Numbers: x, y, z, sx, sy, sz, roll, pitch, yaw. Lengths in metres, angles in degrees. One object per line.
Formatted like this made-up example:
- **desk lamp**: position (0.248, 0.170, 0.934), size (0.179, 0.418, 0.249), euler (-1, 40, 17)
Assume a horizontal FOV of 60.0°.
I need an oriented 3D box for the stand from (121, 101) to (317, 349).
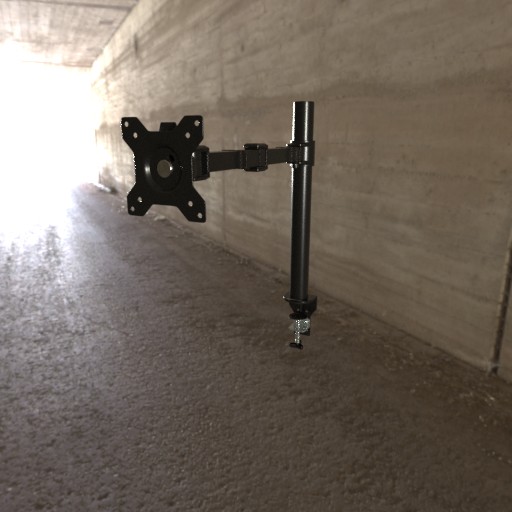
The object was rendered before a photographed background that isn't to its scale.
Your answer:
- **stand**: position (0.000, 0.000, 0.738), size (0.115, 0.510, 0.456), euler (8, 17, 27)
